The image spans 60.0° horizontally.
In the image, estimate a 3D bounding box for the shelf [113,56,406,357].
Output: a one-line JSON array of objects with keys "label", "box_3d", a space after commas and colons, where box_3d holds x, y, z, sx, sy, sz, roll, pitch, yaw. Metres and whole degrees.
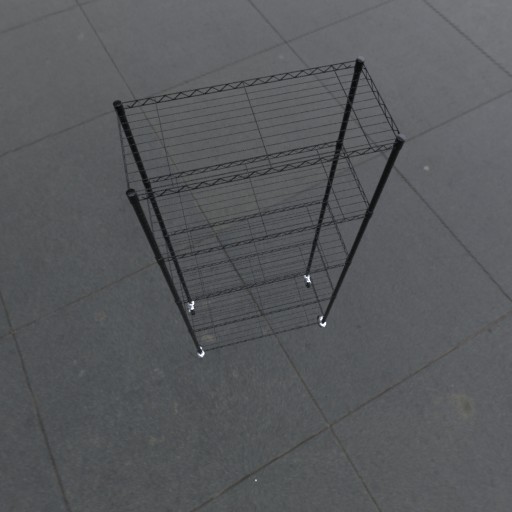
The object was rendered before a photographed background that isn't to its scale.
[{"label": "shelf", "box_3d": [0.000, 0.000, 1.942, 0.762, 1.645, 0.356, -13, 64, -6]}]
